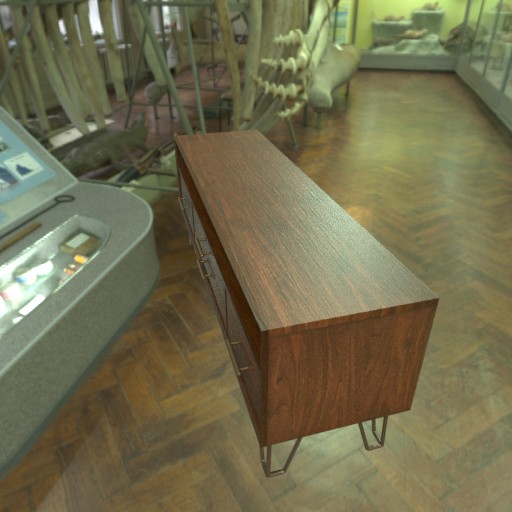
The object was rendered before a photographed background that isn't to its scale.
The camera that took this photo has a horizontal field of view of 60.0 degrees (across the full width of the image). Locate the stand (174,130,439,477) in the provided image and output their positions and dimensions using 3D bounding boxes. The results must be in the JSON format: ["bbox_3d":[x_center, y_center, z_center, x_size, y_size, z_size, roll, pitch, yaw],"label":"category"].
[{"bbox_3d":[0.000,0.000,1.862,0.481,0.610,1.626,-8,32,-14],"label":"stand"}]
